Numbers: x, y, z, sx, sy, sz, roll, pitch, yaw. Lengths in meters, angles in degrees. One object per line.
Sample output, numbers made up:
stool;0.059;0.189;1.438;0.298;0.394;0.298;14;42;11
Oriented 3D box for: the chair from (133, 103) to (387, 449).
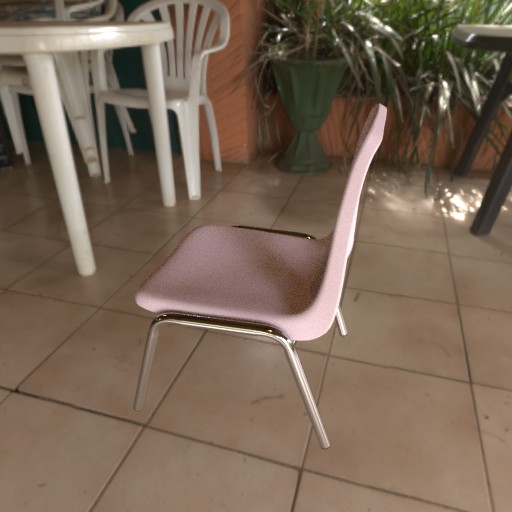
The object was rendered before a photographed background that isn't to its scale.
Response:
chair;0.000;0.000;0.803;0.385;0.536;0.354;8;30;14
